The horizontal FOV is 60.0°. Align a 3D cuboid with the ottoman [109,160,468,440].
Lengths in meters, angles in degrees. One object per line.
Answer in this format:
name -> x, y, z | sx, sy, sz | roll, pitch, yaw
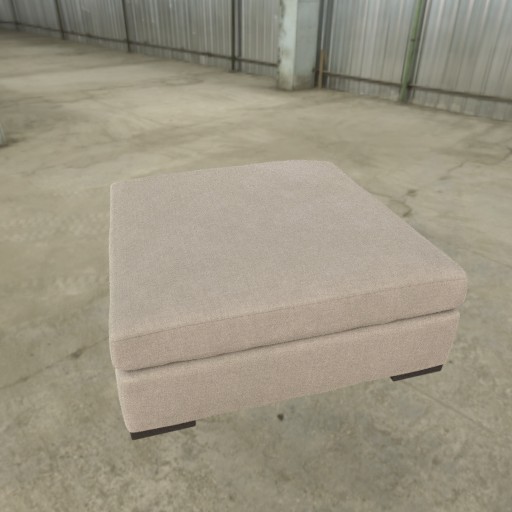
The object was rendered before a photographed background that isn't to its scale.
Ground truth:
ottoman -> 0.000, 0.000, 1.856 | 1.171, 0.517, 1.203 | -8, 32, -13
